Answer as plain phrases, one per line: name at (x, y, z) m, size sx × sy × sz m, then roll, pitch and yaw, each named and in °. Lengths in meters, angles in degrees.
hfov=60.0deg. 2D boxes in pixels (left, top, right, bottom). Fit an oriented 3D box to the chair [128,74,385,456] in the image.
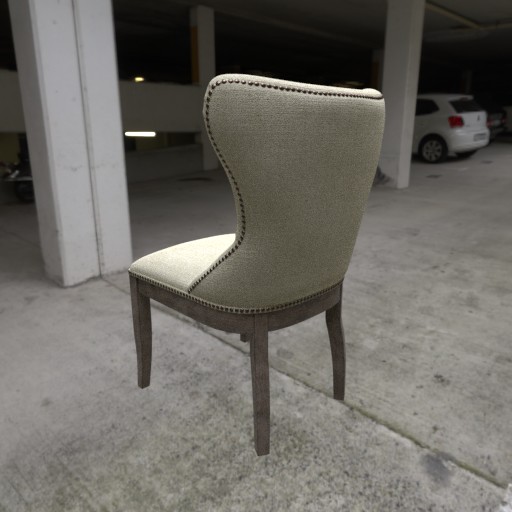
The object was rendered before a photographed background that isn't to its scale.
chair at (0.000, 0.000, 1.408) m, size 0.654 × 1.002 × 0.681 m, roll -15°, pitch 22°, yaw -43°
